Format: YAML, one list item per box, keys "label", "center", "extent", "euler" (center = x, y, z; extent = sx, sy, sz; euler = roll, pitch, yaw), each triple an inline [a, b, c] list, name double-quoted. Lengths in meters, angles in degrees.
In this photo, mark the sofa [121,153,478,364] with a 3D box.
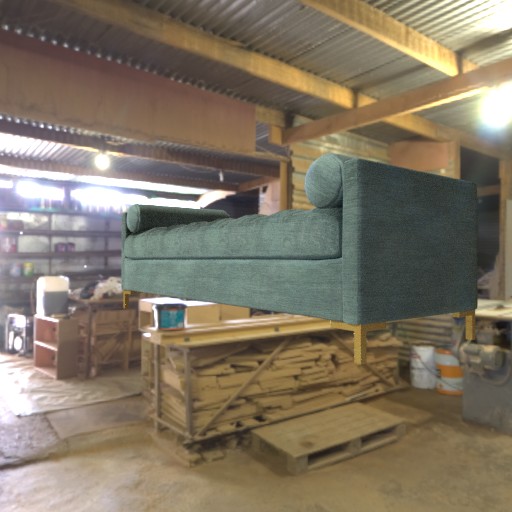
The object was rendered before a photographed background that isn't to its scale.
- label: "sofa"
  center: [0.000, 0.000, 2.448]
  extent: [0.796, 0.705, 2.102]
  euler: [0, -1, -37]
